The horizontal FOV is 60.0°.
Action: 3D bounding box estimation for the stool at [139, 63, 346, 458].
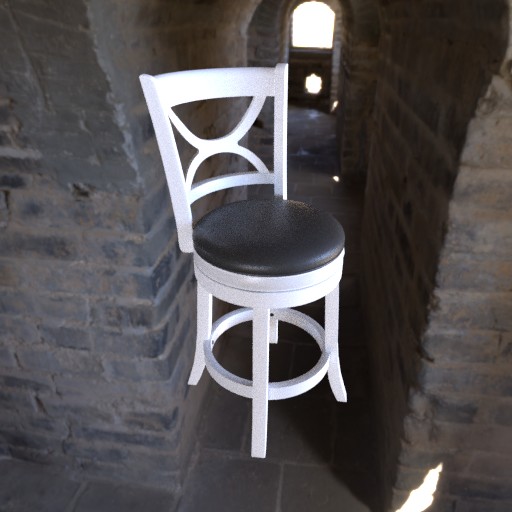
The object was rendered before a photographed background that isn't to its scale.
[{"bbox_3d":[0.000,0.000,1.247,0.444,0.953,0.508,-20,35,-32],"label":"stool"}]
